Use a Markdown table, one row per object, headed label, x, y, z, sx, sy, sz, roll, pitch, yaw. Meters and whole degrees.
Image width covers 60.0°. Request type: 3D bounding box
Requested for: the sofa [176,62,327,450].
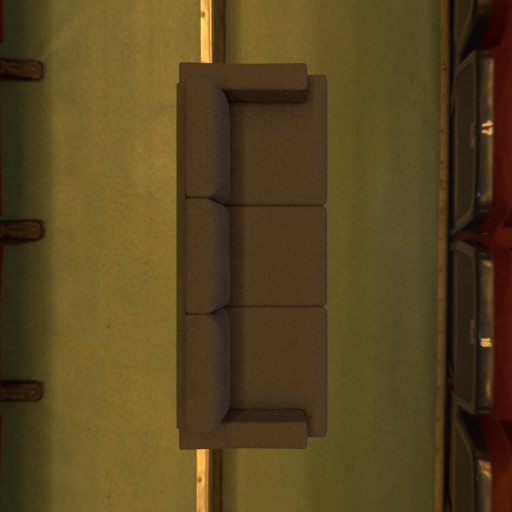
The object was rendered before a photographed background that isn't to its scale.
| label | x | y | z | sx | sy | sz | roll | pitch | yaw |
| --- | --- | --- | --- | --- | --- | --- | --- | --- | --- |
| sofa | 0.000 | 0.000 | 2.790 | 0.920 | 0.810 | 2.310 | 0 | 90 | -1 |
